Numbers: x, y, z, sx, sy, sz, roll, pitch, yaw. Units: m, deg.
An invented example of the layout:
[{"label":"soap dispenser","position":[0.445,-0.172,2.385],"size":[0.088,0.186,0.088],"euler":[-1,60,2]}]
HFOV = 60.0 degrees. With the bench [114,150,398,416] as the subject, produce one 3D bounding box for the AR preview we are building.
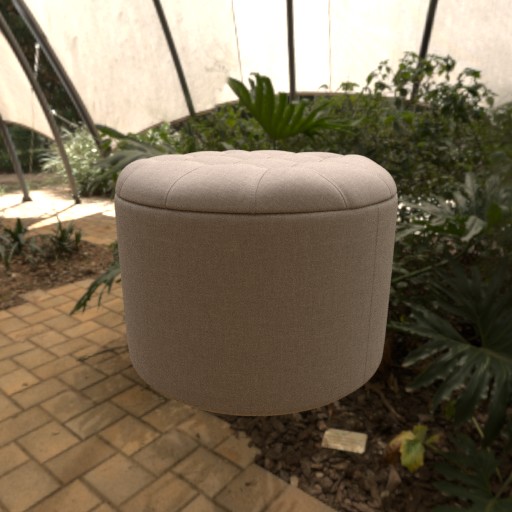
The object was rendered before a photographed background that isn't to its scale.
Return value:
[{"label":"bench","position":[0.000,0.000,1.020],"size":[0.600,0.453,0.600],"euler":[0,17,0]}]
